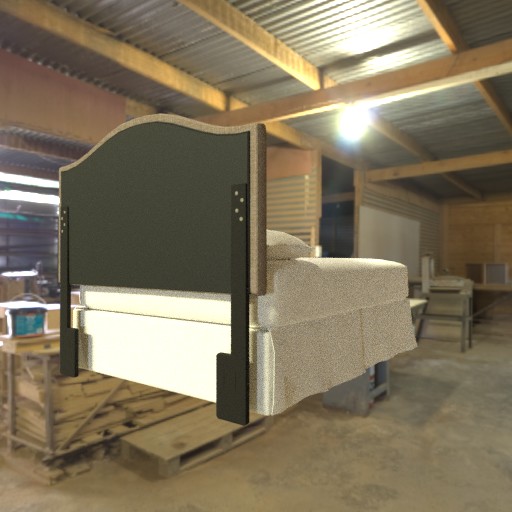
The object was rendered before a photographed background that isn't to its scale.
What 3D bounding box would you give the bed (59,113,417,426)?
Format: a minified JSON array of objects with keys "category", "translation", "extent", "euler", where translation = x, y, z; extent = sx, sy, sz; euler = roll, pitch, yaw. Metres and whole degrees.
[{"category":"bed","translation":[0.000,0.000,3.257],"extent":[1.713,1.518,2.153],"euler":[0,-1,37]}]
